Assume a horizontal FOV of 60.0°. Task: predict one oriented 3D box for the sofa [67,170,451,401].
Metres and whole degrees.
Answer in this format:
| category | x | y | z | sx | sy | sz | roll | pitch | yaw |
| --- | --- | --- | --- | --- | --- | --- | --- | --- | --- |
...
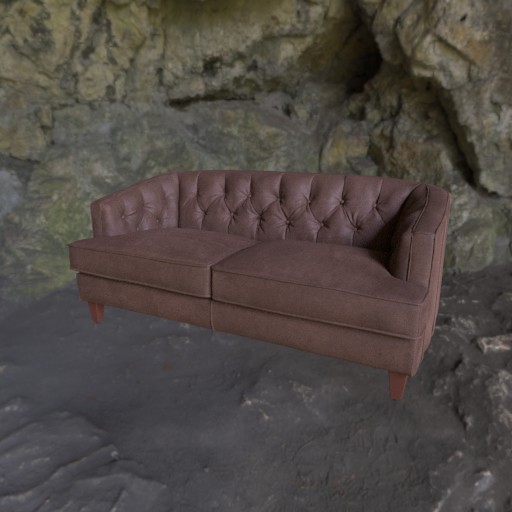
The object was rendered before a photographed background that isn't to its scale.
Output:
| category | x | y | z | sx | sy | sz | roll | pitch | yaw |
| --- | --- | --- | --- | --- | --- | --- | --- | --- | --- |
| sofa | 0.000 | 0.000 | 2.274 | 1.767 | 0.799 | 0.917 | 8 | 17 | 27 |
